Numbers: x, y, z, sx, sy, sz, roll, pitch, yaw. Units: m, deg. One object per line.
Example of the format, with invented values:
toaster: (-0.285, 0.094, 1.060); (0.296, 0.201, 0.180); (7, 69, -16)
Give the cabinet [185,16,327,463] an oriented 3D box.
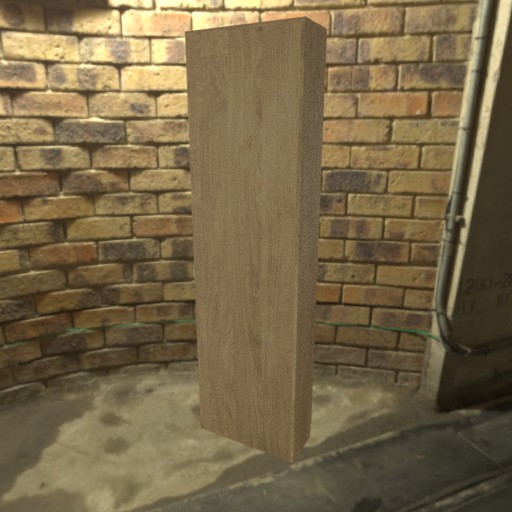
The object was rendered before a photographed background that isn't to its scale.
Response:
cabinet: (0.000, 0.000, 1.938); (0.500, 1.790, 0.230); (9, 18, 27)
